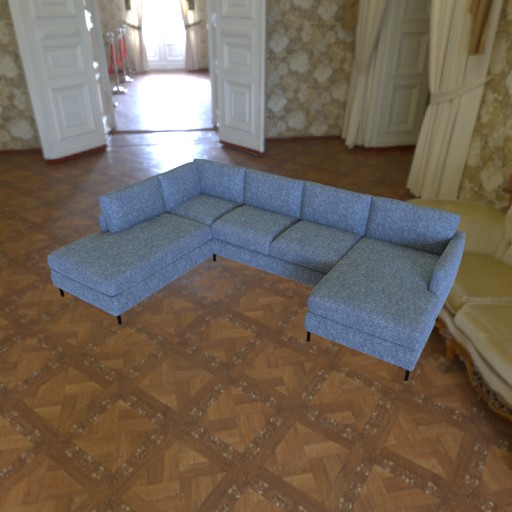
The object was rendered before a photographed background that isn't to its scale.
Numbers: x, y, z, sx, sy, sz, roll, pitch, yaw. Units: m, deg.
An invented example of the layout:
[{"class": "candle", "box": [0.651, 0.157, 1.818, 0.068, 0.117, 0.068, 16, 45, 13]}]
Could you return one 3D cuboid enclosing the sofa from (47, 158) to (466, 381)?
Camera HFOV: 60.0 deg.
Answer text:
[{"class": "sofa", "box": [0.000, 0.000, 3.483, 2.737, 0.756, 1.879, 18, 34, 29]}]
